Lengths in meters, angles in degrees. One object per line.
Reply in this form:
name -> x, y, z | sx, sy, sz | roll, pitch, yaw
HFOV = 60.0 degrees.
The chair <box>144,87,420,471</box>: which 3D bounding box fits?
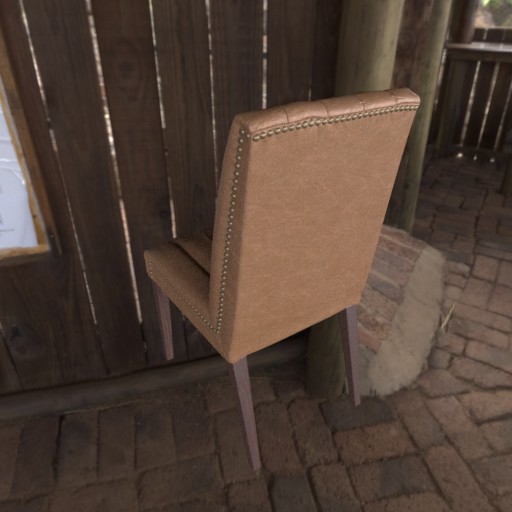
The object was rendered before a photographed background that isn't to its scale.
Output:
chair -> 0.000, 0.000, 1.360 | 0.511, 1.016, 0.647 | -19, 35, -30
